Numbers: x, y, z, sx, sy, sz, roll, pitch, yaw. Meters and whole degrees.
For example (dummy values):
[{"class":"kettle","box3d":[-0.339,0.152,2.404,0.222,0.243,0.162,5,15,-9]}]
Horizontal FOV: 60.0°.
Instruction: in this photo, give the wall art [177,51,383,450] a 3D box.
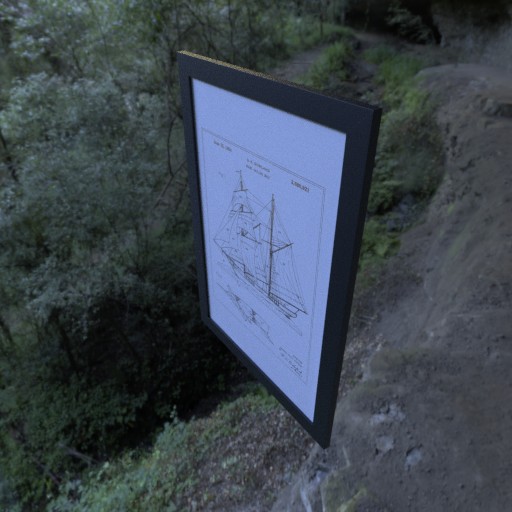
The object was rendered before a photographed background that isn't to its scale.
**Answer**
[{"class":"wall art","box3d":[0.000,0.000,0.686,0.013,0.534,0.381,-22,40,-30]}]
